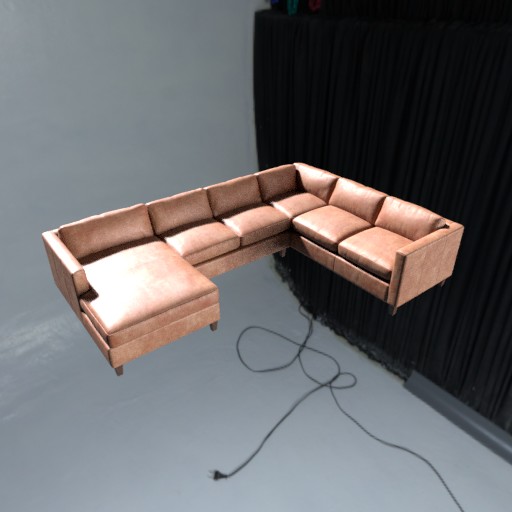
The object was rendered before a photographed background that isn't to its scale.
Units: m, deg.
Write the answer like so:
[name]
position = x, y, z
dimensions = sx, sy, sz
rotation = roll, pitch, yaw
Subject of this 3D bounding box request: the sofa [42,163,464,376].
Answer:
[sofa]
position = 0.000, 0.000, 4.507
dimensions = 3.401, 0.832, 2.430
rotation = -21, 37, -32
